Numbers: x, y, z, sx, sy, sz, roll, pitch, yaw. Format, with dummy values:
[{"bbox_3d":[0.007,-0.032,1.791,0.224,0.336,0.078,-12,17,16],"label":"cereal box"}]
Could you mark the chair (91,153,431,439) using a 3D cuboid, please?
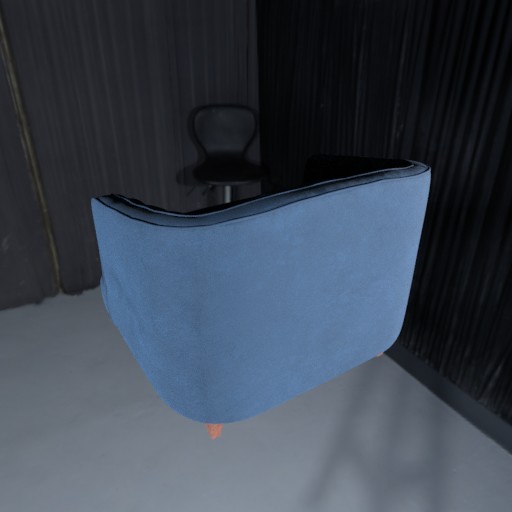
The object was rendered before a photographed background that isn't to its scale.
[{"bbox_3d":[0.000,0.000,1.768,1.094,0.852,0.940,-17,33,-28],"label":"chair"}]
